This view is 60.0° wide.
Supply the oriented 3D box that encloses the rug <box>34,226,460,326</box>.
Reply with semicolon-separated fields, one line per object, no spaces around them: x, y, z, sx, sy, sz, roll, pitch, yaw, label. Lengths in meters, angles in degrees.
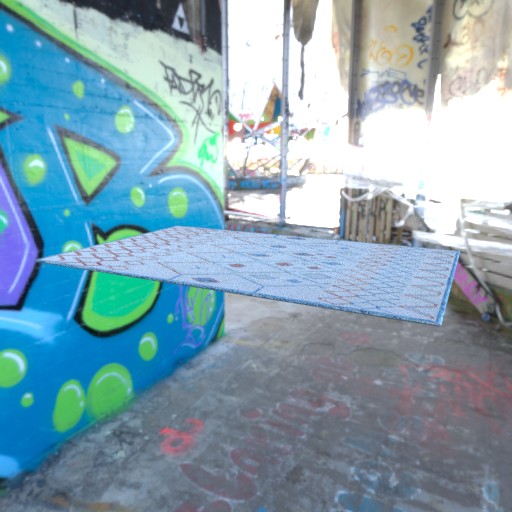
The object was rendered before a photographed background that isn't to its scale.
0.000;0.000;2.984;2.438;0.015;1.524;7;15;26;rug
